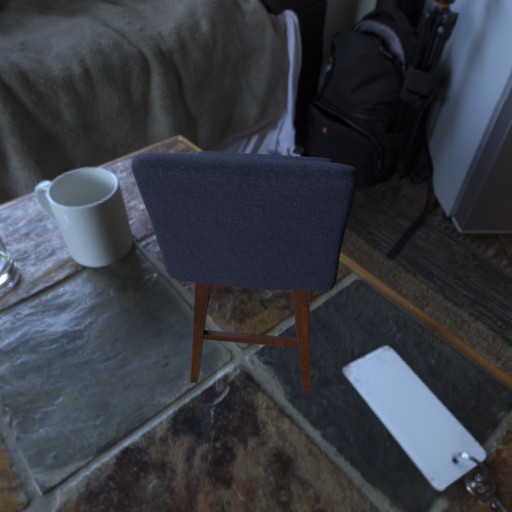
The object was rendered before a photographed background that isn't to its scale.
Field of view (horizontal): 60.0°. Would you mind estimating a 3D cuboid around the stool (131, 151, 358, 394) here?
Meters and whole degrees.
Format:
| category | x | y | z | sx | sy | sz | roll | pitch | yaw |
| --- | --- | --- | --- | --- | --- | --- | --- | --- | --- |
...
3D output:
| category | x | y | z | sx | sy | sz | roll | pitch | yaw |
| --- | --- | --- | --- | --- | --- | --- | --- | --- | --- |
| stool | 0.000 | 0.000 | 1.399 | 0.489 | 1.068 | 0.572 | 4 | 47 | 4 |
